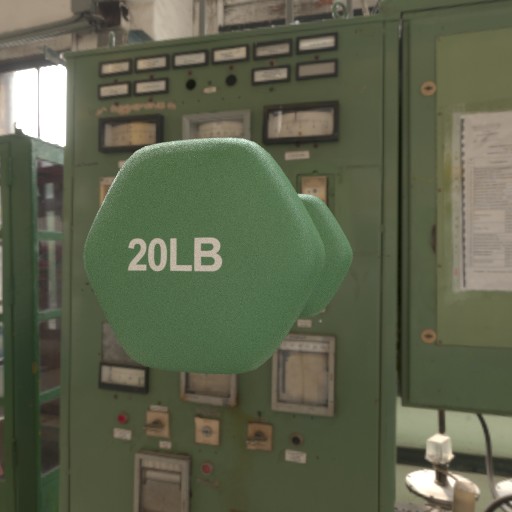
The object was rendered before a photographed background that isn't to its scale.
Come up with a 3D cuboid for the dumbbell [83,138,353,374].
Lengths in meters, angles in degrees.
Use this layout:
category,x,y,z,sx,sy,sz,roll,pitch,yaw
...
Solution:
category,x,y,z,sx,sy,sz,roll,pitch,yaw
dumbbell,0.000,0.000,0.321,0.126,0.114,0.257,0,0,17
